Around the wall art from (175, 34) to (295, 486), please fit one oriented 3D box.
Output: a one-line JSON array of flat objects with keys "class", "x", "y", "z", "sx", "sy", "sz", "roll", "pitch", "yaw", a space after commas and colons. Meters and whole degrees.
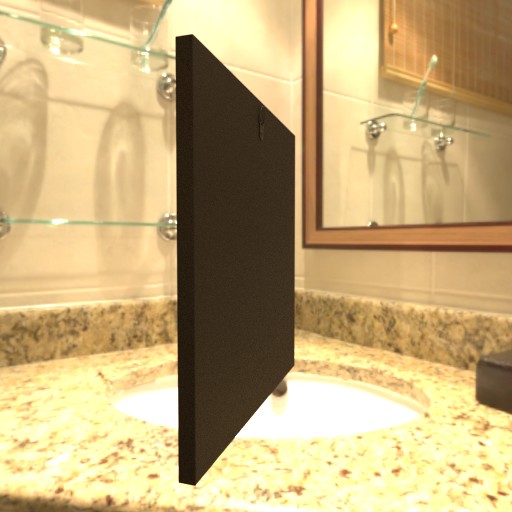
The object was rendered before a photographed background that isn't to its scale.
[{"class": "wall art", "x": 0.000, "y": 0.000, "z": 1.175, "sx": 0.043, "sy": 0.807, "sz": 0.805, "roll": 1, "pitch": 2, "yaw": 18}]
